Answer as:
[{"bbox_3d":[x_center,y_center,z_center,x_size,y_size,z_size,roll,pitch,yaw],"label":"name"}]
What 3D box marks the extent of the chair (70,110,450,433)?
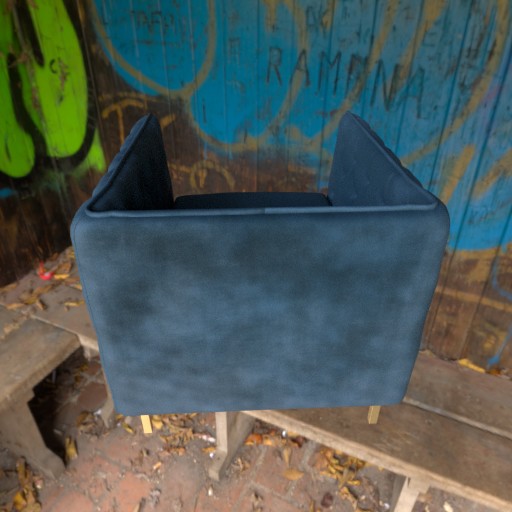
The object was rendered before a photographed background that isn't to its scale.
[{"bbox_3d":[0.000,0.000,1.491,0.868,0.771,0.877,-2,33,-2],"label":"chair"}]
